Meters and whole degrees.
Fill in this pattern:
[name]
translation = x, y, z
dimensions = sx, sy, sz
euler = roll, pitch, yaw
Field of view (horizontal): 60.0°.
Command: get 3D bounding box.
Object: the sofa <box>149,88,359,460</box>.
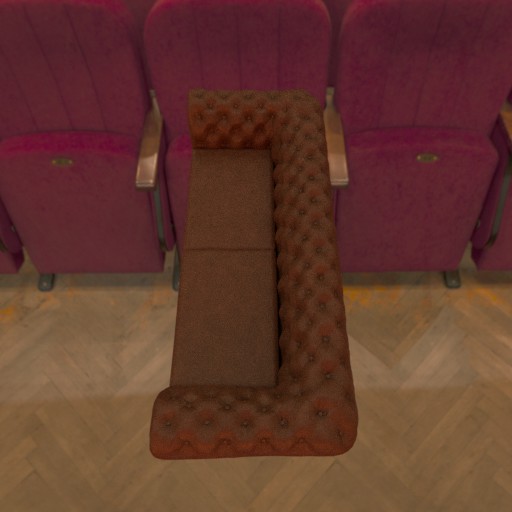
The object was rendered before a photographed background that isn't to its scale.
[sofa]
translation = 0.000, 0.000, 2.783
dimensions = 0.944, 0.783, 2.385
euler = 0, 59, 0
